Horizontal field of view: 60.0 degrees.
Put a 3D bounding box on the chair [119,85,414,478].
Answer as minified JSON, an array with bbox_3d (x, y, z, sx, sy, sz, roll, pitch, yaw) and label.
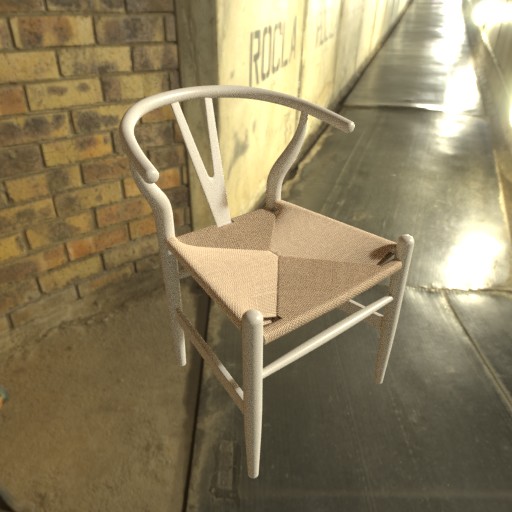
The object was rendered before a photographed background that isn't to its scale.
[{"bbox_3d":[0.000,0.000,1.117,0.569,0.730,0.579,-22,37,-32],"label":"chair"}]
